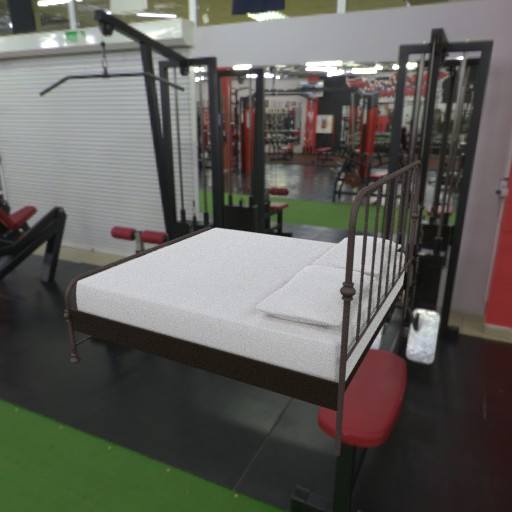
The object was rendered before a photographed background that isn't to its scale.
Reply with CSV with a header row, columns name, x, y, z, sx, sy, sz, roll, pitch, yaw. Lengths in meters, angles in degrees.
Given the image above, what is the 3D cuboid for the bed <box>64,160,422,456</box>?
name,x,y,z,sx,sy,sz,roll,pitch,yaw
bed,0.000,0.000,3.522,2.134,1.446,2.044,9,20,27
